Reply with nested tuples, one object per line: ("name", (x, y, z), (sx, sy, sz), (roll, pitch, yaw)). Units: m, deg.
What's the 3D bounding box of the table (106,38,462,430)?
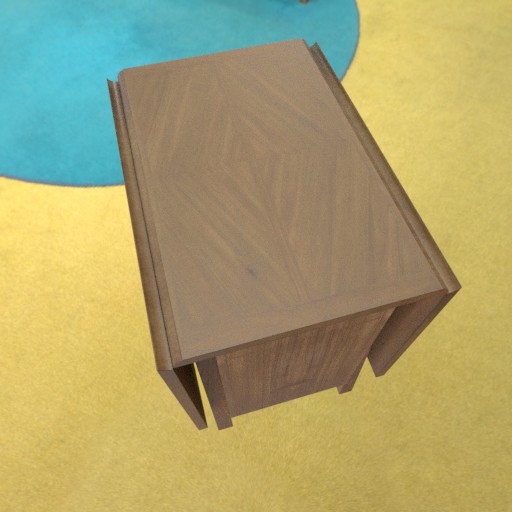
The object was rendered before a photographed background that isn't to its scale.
("table", (0.000, 0.000, 1.602), (0.701, 0.981, 0.967), (-14, 60, -8))
